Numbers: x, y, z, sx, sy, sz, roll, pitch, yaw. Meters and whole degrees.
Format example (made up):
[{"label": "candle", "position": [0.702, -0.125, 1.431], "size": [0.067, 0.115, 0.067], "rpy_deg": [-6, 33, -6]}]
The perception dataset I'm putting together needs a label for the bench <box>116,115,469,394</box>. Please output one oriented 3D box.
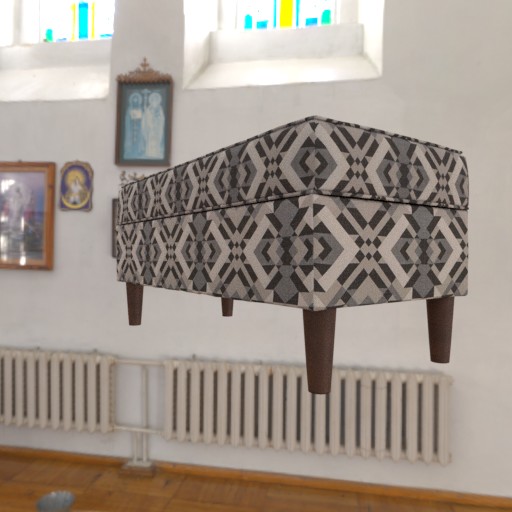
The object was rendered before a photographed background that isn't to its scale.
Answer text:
[{"label": "bench", "position": [0.000, 0.000, 1.268], "size": [0.492, 0.477, 1.016], "rpy_deg": [0, 0, -36]}]
